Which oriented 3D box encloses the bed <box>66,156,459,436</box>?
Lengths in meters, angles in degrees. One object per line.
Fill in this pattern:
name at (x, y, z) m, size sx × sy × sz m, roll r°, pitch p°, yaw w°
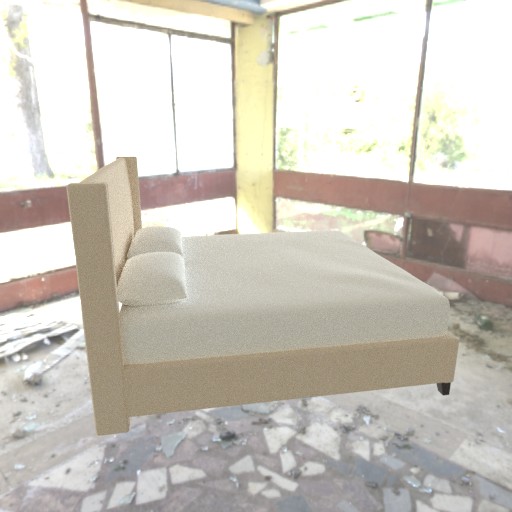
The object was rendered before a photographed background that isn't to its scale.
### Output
bed at (0.000, 0.000, 3.591) m, size 2.293 × 1.471 × 2.145 m, roll -3°, pitch 17°, yaw -10°
